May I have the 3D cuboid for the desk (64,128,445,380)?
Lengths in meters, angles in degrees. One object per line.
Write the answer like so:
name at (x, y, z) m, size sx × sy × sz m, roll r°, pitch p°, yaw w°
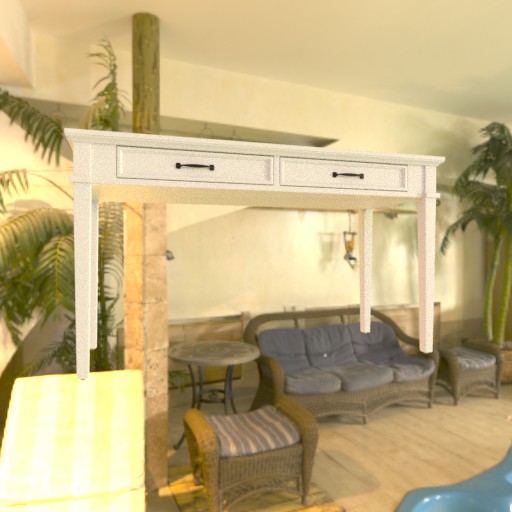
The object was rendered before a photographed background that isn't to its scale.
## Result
desk at (0.000, 0.000, 1.797) m, size 1.372 × 0.774 × 0.559 m, roll 0°, pitch 0°, yaw -17°
